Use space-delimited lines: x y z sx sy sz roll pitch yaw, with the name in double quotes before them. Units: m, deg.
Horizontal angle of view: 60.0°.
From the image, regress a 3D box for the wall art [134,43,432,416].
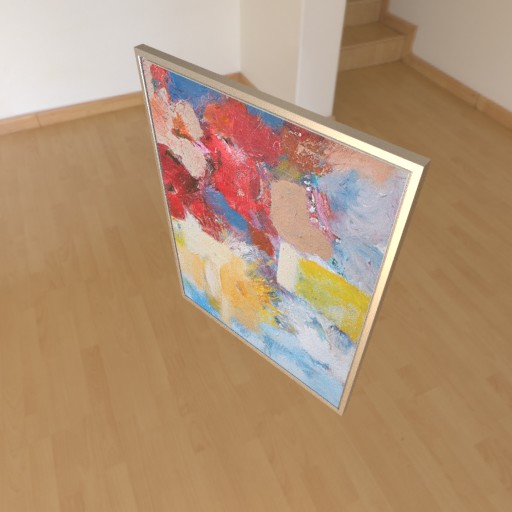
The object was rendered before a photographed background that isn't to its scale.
"wall art" 0.000 0.000 1.361 0.816 1.046 0.030 32 54 27
